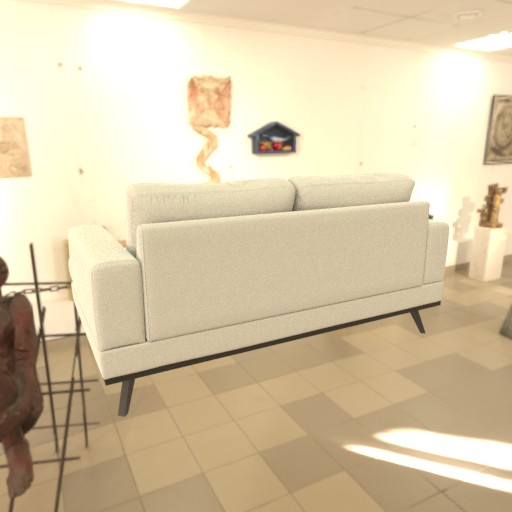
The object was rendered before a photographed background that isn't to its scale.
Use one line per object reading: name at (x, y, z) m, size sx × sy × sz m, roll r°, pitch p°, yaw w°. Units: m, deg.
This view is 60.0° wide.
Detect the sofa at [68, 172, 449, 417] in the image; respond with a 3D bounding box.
sofa at (0.000, 0.000, 2.186) m, size 1.650 × 0.810 × 0.920 m, roll -8°, pitch 16°, yaw -27°
